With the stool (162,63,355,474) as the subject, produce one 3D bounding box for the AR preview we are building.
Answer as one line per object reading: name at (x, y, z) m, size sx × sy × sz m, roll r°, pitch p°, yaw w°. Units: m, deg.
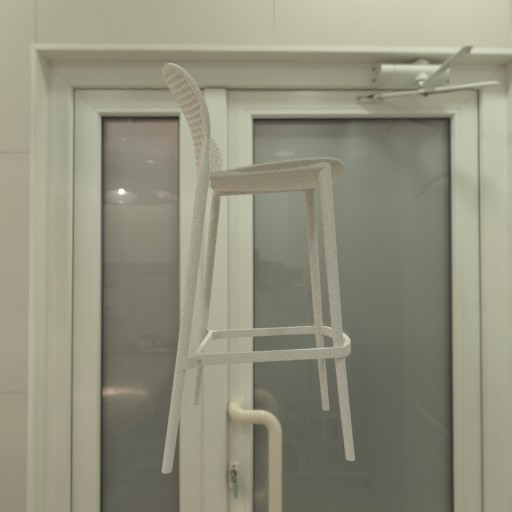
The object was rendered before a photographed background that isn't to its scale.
stool at (0.000, 0.000, 1.326) m, size 0.535 × 1.045 × 0.536 m, roll 0°, pitch -1°, yaw 0°
